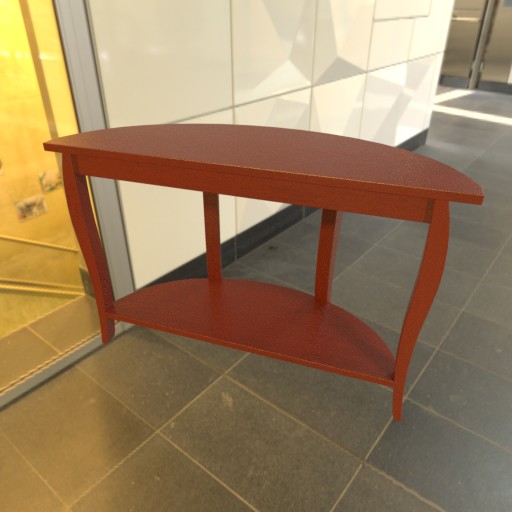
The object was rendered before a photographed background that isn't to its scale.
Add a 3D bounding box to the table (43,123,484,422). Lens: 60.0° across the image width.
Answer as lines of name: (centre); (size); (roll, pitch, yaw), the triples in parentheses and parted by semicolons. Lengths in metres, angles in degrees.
table: (0.000, 0.000, 1.522); (1.219, 0.779, 0.405); (10, 32, 16)
